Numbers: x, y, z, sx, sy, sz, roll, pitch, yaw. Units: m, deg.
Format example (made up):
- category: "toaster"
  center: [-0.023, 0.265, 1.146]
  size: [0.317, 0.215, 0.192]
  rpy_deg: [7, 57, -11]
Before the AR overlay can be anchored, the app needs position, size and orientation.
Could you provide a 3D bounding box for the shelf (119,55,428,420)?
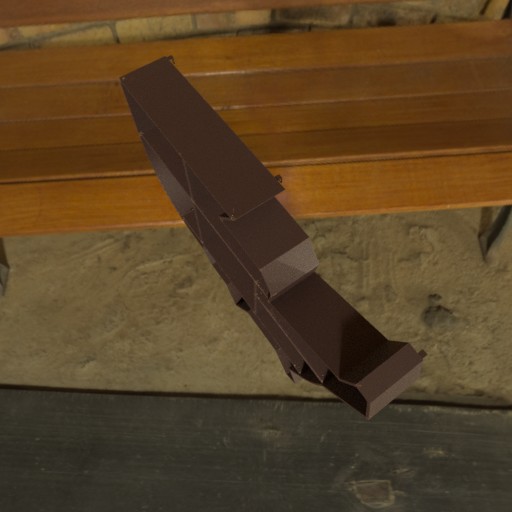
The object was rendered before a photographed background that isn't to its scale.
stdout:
- category: "shelf"
  center: [0.000, 0.000, 0.908]
  size: [0.112, 0.439, 0.729]
  rpy_deg: [-33, 68, -15]
